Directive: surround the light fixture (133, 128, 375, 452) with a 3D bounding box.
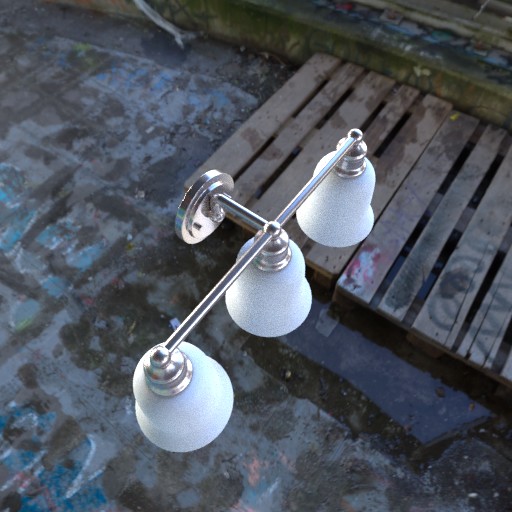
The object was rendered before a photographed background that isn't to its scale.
[{"bbox_3d":[0.000,0.000,0.666,0.198,0.211,0.570,33,64,18],"label":"light fixture"}]
